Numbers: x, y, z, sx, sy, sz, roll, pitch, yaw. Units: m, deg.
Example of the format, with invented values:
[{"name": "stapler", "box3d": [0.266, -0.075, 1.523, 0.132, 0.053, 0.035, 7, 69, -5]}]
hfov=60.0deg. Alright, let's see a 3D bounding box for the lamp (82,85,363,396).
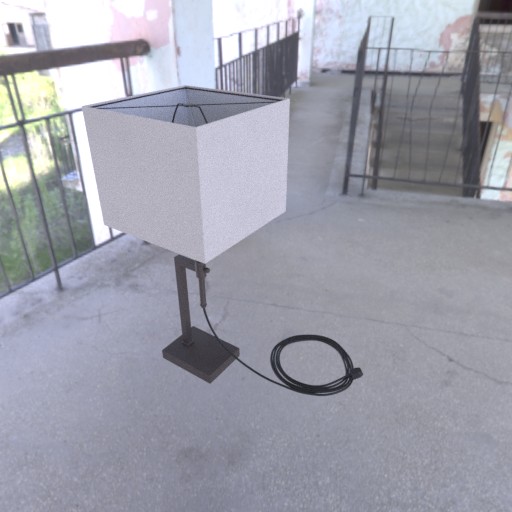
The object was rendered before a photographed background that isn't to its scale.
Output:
[{"name": "lamp", "box3d": [0.000, 0.000, 0.997, 0.504, 0.660, 0.399, 19, 35, 30]}]
